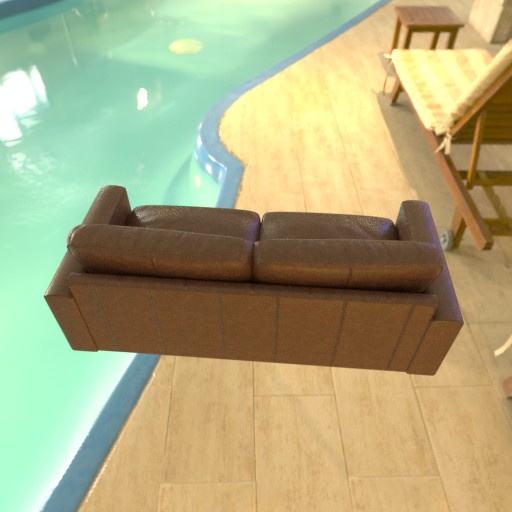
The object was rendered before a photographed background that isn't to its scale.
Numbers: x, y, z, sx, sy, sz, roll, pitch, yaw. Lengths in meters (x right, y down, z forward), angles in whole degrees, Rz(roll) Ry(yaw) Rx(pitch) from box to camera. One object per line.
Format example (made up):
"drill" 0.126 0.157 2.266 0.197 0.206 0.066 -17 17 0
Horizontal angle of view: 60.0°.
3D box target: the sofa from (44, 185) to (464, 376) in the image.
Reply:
"sofa" 0.000 0.000 2.707 2.179 0.873 1.016 3 46 3
